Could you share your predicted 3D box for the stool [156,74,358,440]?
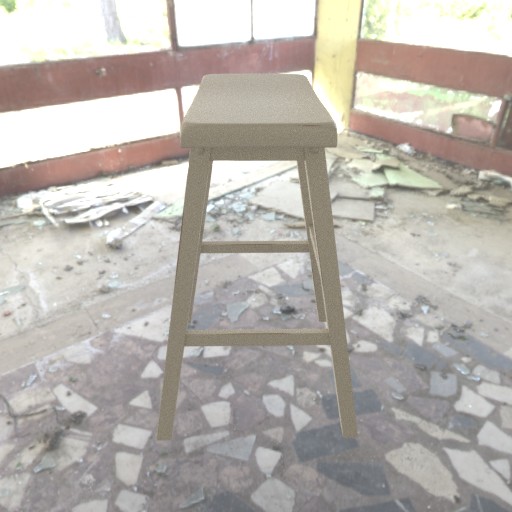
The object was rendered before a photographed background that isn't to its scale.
[{"bbox_3d":[0.000,0.000,1.049,0.476,0.737,0.457,0,32,-1],"label":"stool"}]
